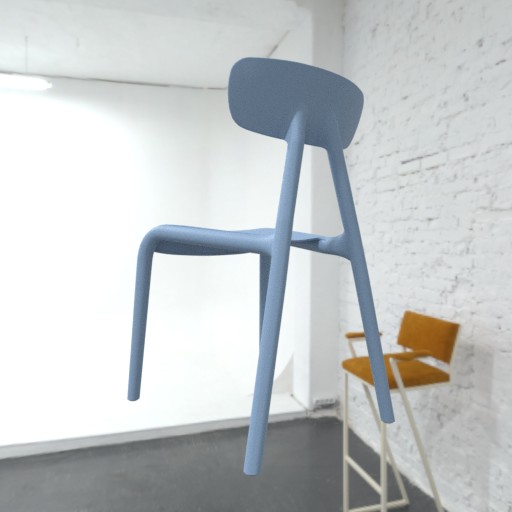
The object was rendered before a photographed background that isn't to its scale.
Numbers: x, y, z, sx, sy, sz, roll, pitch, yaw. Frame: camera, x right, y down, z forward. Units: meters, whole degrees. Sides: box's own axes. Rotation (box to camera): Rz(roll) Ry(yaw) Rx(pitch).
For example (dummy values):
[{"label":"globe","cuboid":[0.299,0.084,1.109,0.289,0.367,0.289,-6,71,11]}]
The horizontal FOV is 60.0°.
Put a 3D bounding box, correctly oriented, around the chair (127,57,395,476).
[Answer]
[{"label":"chair","cuboid":[0.000,0.000,0.834,0.356,0.580,0.401,-1,1,-37]}]
